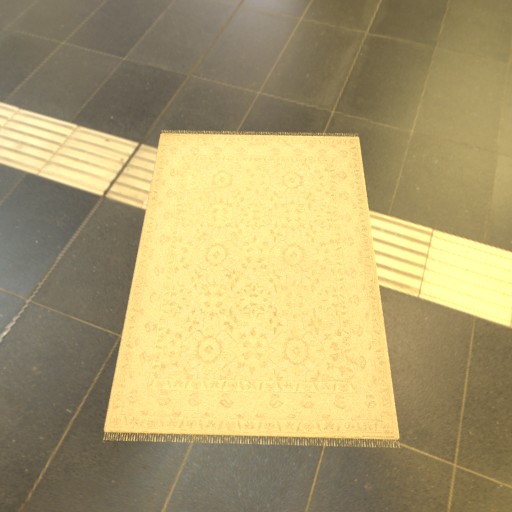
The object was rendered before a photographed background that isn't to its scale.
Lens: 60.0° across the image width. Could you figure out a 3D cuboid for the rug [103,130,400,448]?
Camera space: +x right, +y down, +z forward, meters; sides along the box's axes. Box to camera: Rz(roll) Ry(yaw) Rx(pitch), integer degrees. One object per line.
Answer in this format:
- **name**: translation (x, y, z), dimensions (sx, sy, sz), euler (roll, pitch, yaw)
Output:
- **rug**: translation (0.000, 0.000, 2.827), dimensions (1.514, 0.011, 2.233), euler (1, 59, 1)
